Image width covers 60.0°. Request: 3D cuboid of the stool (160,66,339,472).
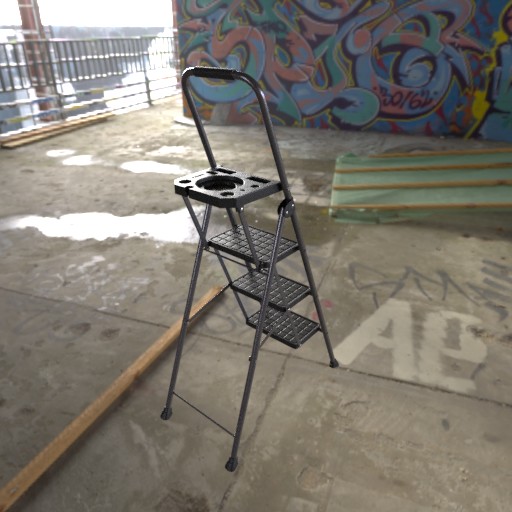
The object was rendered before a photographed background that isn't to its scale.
[{"bbox_3d":[0.000,0.000,1.602,0.396,1.277,0.733,21,34,35],"label":"stool"}]
